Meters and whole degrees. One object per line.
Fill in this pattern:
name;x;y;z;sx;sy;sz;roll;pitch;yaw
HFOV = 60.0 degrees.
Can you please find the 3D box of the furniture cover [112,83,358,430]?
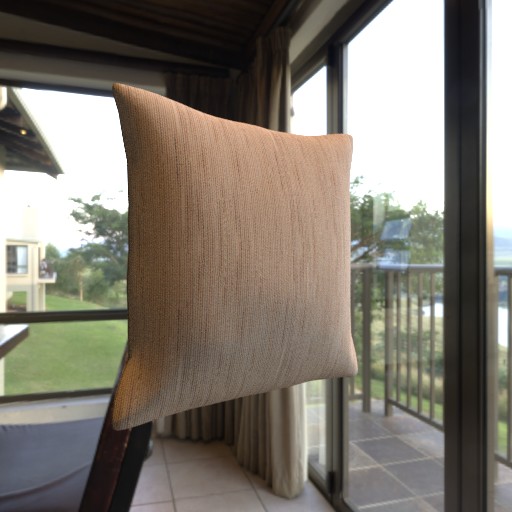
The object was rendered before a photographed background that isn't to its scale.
furniture cover;0.000;0.000;0.788;0.512;0.506;0.178;0;1;-35
